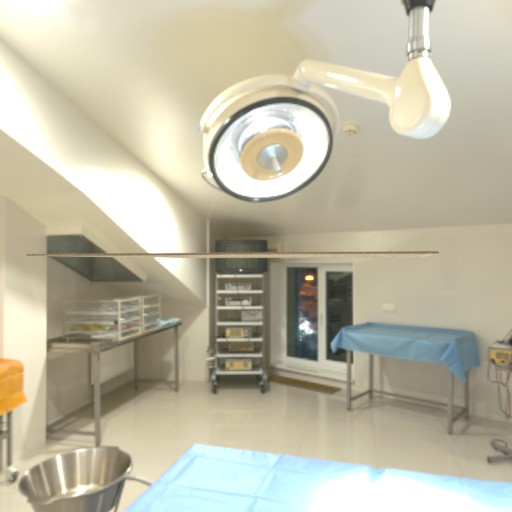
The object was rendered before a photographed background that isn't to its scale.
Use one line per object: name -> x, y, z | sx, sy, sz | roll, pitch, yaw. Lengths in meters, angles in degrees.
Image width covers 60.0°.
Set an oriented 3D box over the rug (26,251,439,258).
rug -> 0.000, 0.000, 3.961 | 2.895, 0.018, 2.288 | 0, -1, 19
